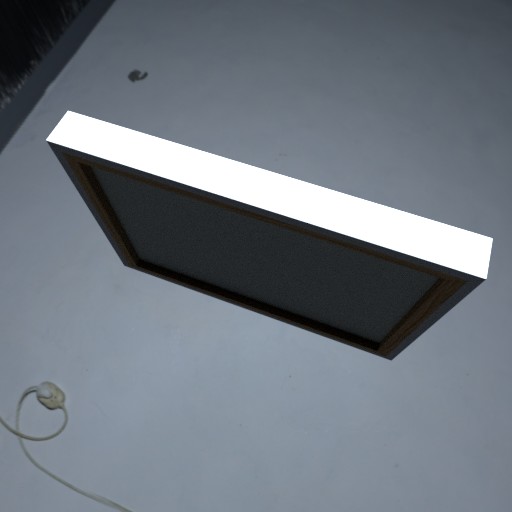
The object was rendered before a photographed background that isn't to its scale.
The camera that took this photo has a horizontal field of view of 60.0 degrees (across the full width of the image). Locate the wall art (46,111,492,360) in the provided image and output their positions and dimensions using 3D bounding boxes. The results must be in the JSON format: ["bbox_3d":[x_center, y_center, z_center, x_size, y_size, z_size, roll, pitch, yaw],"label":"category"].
[{"bbox_3d":[0.000,0.000,0.484,0.381,0.259,0.038,19,65,9],"label":"wall art"}]
